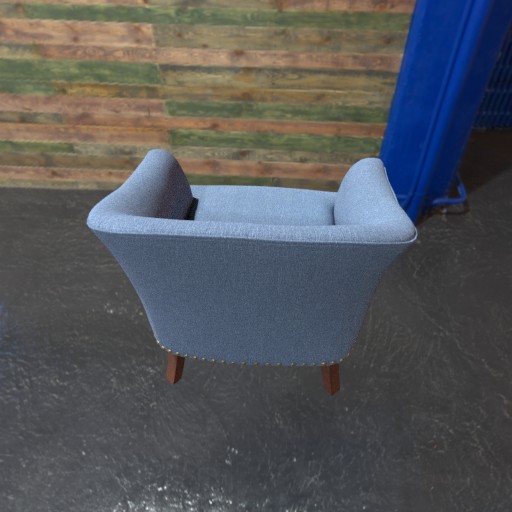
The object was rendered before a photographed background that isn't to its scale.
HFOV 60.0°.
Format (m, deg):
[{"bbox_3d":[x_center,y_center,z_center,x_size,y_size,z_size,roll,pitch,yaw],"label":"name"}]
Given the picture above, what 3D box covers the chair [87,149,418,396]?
[{"bbox_3d":[0.000,0.000,1.366,0.772,0.815,0.704,3,46,3],"label":"chair"}]
